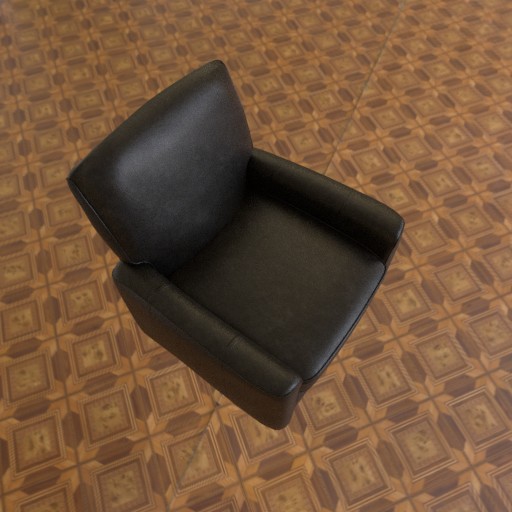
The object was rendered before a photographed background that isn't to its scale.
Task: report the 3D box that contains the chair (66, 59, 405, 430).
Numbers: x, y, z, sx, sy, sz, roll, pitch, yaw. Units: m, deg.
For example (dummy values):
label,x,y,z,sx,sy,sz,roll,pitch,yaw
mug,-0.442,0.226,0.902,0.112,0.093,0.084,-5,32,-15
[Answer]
label,x,y,z,sx,sy,sz,roll,pitch,yaw
chair,0.000,0.000,1.641,0.864,1.014,0.848,32,63,18
